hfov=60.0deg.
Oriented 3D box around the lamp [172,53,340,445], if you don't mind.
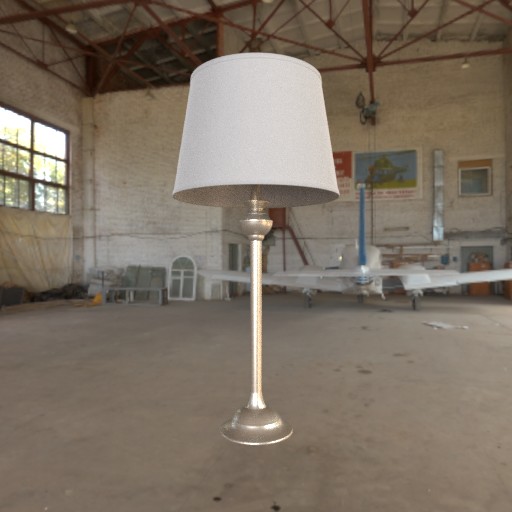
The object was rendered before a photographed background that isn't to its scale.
[{"bbox_3d":[0.000,0.000,0.890,0.331,0.698,0.331,0,-1,0],"label":"lamp"}]
